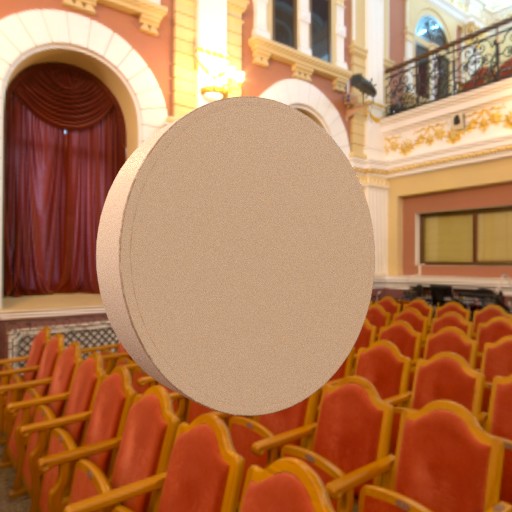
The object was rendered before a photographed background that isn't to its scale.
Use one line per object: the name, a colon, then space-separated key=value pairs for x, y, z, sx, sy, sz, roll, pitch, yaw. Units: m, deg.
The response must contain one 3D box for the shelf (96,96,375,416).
shelf: x=0.000 y=0.000 z=1.203 sx=0.806 sy=0.807 sz=0.158 roll=1 pitch=-1 yaw=-36
